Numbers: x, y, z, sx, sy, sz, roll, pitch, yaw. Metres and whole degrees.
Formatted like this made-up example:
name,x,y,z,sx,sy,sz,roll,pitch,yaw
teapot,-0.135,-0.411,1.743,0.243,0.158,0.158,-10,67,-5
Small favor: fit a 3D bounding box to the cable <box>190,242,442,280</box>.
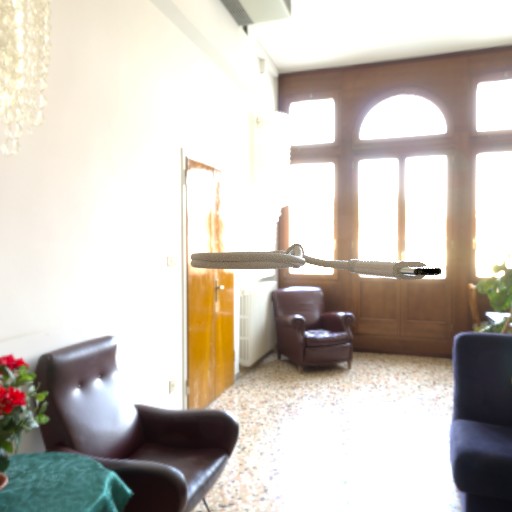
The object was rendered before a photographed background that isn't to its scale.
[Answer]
name,x,y,z,sx,sy,sz,roll,pitch,yaw
cable,0.000,0.000,0.233,0.070,0.014,0.203,0,1,-18
